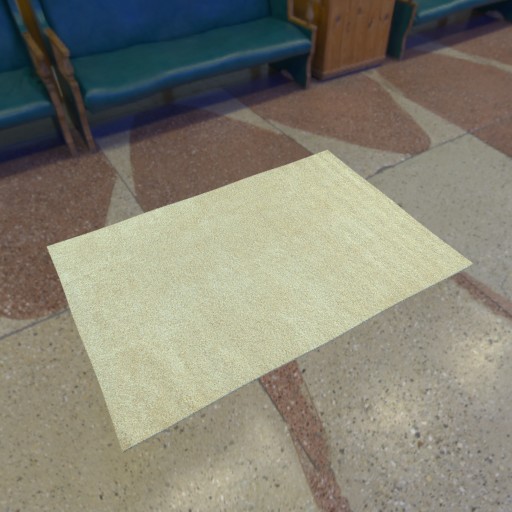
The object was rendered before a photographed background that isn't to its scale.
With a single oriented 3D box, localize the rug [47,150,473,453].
[{"bbox_3d":[0.000,0.000,3.372,2.699,0.025,1.800,-23,50,-21],"label":"rug"}]
